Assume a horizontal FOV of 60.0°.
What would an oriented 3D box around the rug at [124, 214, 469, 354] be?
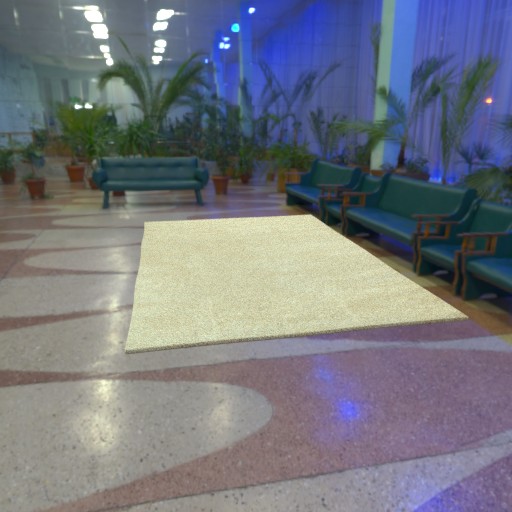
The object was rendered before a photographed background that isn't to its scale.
[{"bbox_3d":[0.000,0.000,3.493,1.800,0.025,2.699,-4,18,-11],"label":"rug"}]
